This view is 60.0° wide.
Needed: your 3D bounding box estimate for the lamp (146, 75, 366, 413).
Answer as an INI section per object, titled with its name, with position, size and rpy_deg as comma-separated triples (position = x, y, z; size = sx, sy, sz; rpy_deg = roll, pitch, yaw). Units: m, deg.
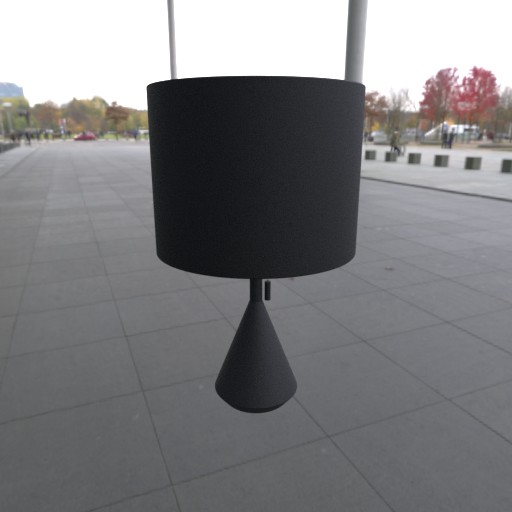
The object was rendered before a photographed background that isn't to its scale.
[lamp]
position = 0.000, 0.000, 0.822
size = 0.359, 0.584, 0.359
rpy_deg = -2, 16, -7
